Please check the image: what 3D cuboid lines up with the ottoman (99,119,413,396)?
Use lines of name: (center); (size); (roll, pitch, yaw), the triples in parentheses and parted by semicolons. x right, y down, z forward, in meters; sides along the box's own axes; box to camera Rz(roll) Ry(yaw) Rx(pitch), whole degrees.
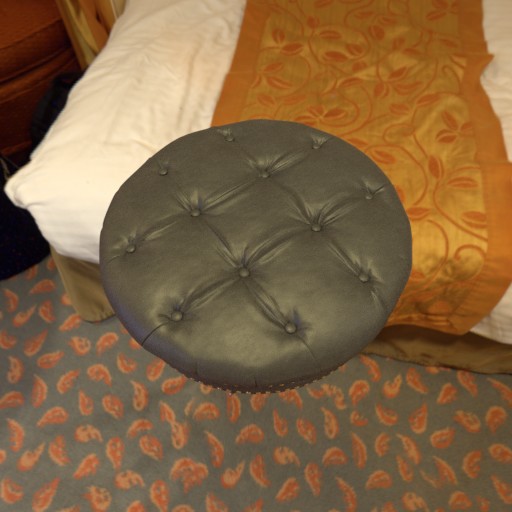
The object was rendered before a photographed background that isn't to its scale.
ottoman: (0.000, 0.000, 1.410); (0.901, 0.439, 0.901); (0, 59, 0)
